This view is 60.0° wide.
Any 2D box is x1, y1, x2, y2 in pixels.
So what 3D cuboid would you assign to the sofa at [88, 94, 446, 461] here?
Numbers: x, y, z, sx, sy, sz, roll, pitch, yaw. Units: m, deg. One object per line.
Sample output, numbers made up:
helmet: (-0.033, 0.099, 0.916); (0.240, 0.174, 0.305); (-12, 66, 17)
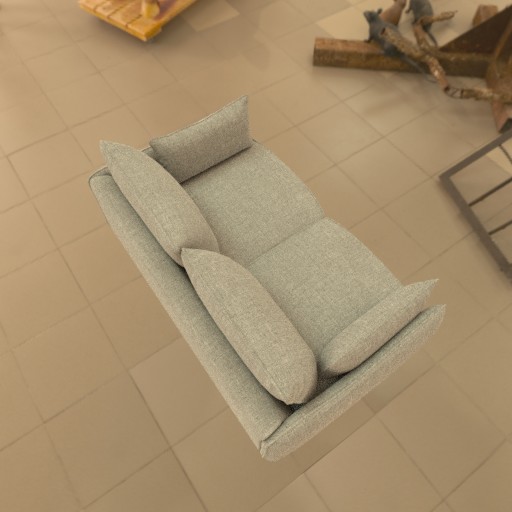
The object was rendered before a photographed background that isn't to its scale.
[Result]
sofa: (0.000, 0.000, 2.138); (0.972, 0.851, 1.580); (-32, 65, -17)
